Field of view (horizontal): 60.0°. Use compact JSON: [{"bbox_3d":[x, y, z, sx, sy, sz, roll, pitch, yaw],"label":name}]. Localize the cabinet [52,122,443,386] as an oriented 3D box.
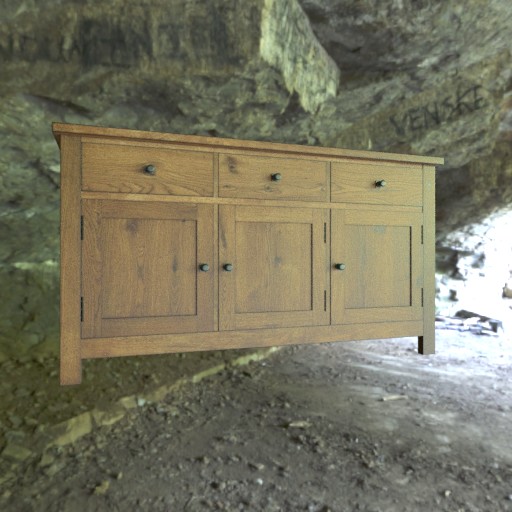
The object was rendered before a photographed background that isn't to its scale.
[{"bbox_3d":[0.000,0.000,1.807,1.474,0.813,0.480,0,0,-19],"label":"cabinet"}]
